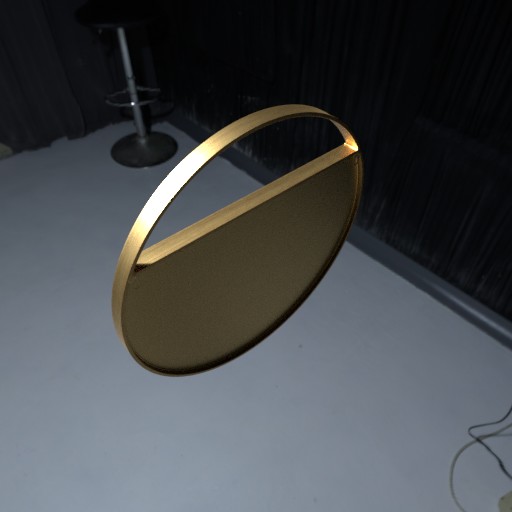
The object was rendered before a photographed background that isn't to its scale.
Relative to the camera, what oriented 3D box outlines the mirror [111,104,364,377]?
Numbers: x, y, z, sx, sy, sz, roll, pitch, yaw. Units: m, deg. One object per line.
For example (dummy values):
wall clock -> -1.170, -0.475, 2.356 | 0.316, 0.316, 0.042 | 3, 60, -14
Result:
mirror -> 0.000, 0.000, 0.834 | 0.565, 0.565, 0.032 | -32, 54, -26
